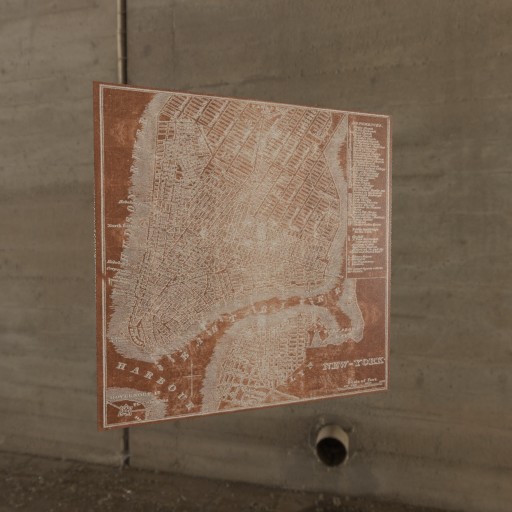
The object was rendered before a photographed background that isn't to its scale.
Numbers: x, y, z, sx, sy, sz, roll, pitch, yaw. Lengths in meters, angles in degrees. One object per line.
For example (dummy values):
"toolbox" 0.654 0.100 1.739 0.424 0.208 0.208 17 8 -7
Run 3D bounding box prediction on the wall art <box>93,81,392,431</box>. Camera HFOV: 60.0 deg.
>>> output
"wall art" 0.000 0.000 0.591 0.403 0.403 0.035 -1 2 -20
